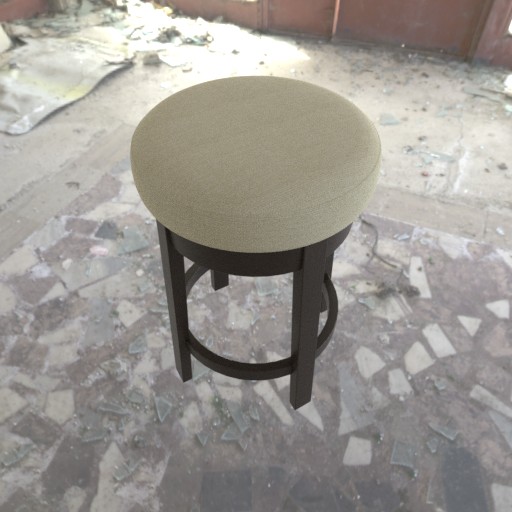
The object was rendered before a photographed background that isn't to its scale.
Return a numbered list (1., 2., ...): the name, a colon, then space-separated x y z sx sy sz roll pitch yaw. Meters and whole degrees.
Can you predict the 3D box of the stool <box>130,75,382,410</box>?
1. stool: 0.000 0.000 0.970 0.449 0.655 0.449 0 46 0
